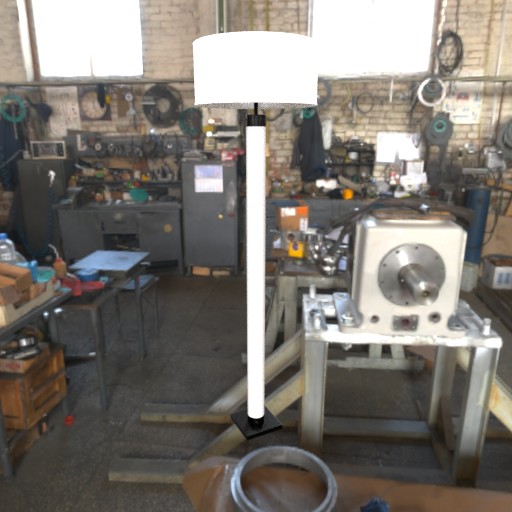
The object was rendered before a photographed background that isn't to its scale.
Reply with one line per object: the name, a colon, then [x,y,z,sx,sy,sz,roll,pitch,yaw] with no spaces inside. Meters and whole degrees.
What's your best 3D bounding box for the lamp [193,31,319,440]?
lamp: [0.000,0.000,1.672,0.420,1.475,0.420,-8,17,-26]
